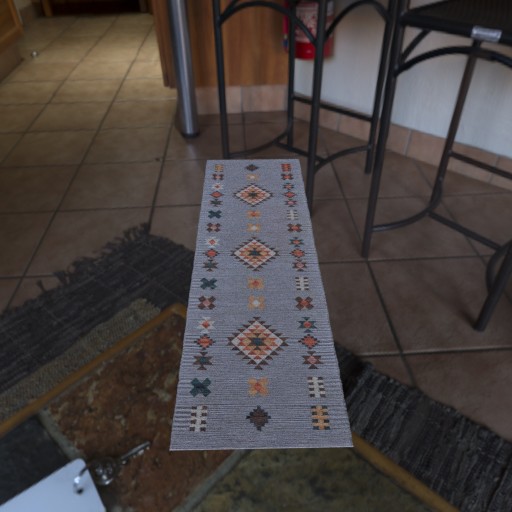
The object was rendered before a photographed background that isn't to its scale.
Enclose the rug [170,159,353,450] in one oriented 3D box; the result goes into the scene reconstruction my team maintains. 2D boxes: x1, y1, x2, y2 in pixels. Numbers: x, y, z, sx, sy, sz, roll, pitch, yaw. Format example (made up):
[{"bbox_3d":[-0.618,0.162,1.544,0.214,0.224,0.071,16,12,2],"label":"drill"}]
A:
[{"bbox_3d":[0.000,0.000,2.754,0.766,0.008,2.432,-1,41,-1],"label":"rug"}]
